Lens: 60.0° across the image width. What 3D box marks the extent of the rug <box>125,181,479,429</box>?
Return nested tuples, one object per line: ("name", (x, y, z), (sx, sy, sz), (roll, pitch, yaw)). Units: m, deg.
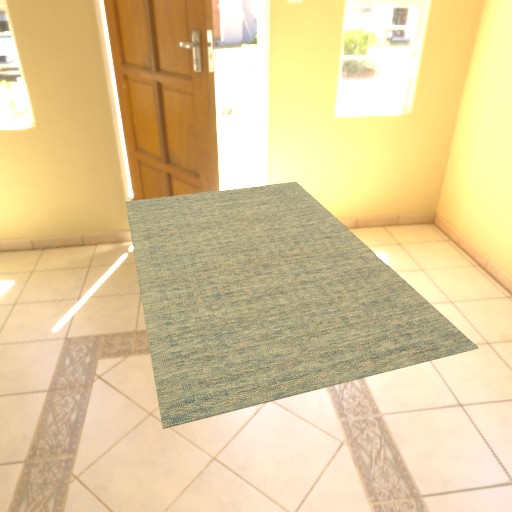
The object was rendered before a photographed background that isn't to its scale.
("rug", (0.000, 0.000, 2.184), (1.142, 0.006, 1.752), (-9, 32, -15))
